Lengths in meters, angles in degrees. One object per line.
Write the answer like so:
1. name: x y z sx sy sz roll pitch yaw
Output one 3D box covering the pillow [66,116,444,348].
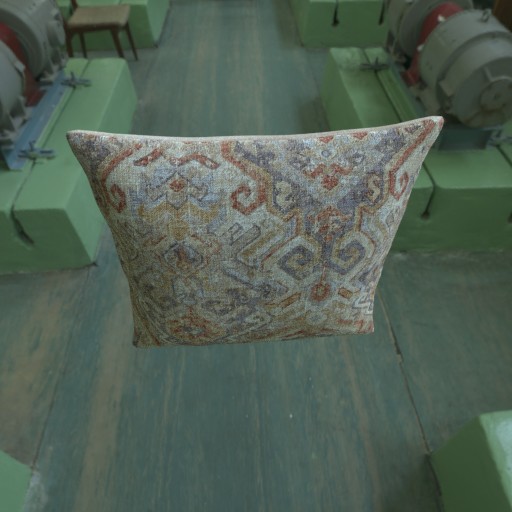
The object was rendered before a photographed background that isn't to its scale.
1. pillow: 0.000 0.000 0.778 0.523 0.506 0.166 -3 46 -3
